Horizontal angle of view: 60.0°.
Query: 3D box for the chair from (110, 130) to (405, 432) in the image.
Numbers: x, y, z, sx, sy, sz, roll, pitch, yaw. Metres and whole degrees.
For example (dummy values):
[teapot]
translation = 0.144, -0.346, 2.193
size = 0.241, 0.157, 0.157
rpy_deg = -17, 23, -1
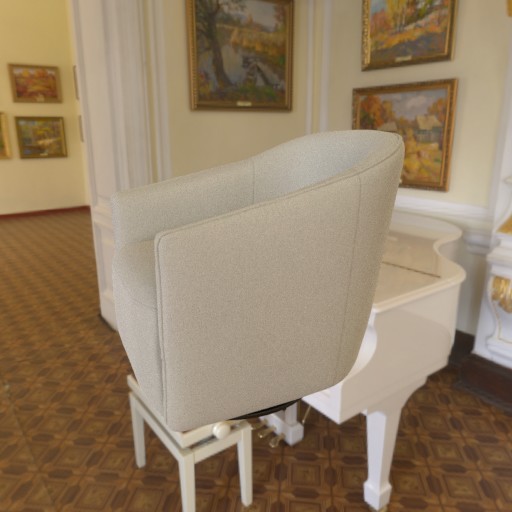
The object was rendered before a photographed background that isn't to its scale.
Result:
[chair]
translation = 0.000, 0.000, 1.459
size = 0.875, 0.799, 0.747
rpy_deg = -7, 17, -24
